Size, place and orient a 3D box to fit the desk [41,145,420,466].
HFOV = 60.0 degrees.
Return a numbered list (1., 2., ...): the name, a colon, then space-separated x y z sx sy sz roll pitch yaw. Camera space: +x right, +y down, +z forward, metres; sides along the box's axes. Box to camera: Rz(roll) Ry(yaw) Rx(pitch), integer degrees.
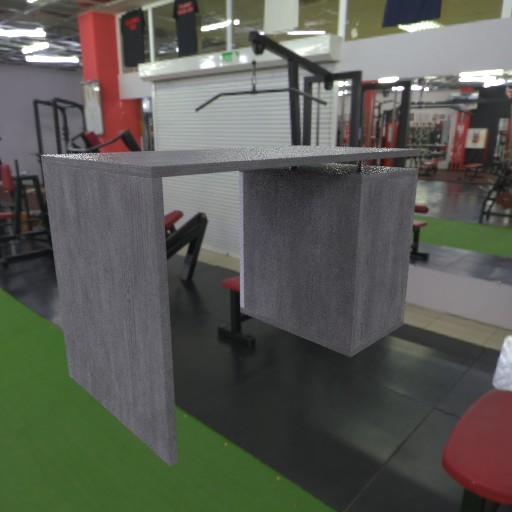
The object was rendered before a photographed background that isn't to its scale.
1. desk: 0.000 0.000 1.615 1.200 0.740 0.600 -15 22 -43
